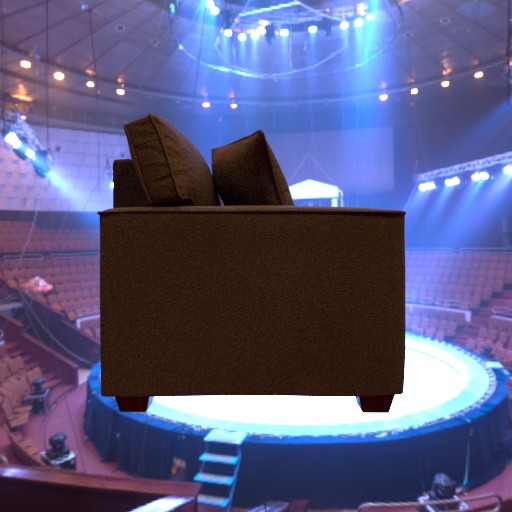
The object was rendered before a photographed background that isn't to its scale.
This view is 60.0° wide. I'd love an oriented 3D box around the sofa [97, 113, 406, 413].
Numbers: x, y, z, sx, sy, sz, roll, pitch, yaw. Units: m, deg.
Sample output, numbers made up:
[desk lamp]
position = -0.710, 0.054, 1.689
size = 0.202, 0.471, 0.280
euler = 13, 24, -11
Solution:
[sofa]
position = 0.000, 0.000, 2.065
size = 0.991, 0.989, 1.388
euler = 0, 1, 1
